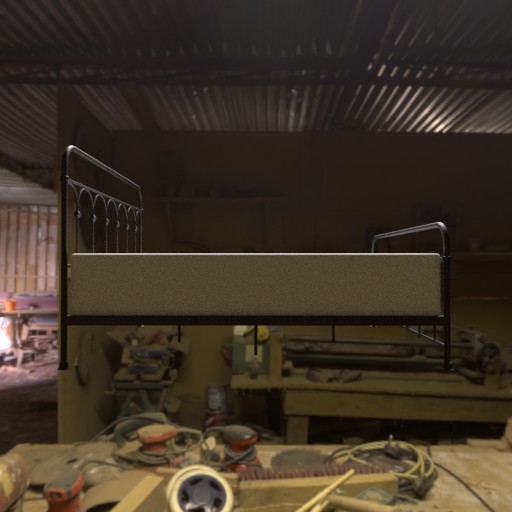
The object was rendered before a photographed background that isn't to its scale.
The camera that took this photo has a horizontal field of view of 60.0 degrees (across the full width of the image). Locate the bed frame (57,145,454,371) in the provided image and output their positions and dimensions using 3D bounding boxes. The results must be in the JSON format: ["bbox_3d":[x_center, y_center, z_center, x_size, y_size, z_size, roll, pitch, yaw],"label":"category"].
[{"bbox_3d":[0.000,0.000,3.270,2.203,1.276,1.664,0,-1,0],"label":"bed frame"}]
